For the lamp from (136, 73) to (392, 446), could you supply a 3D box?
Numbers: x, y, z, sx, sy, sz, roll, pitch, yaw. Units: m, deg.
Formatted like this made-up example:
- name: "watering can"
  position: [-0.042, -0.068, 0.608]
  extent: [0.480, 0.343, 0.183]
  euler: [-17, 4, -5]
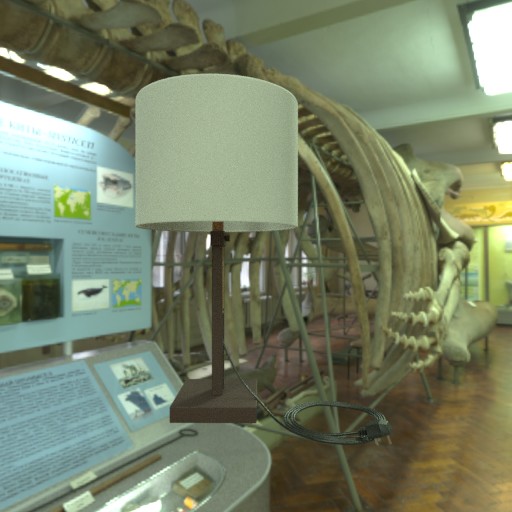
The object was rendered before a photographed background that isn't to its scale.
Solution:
- name: "lamp"
  position: [0.000, 0.000, 0.967]
  extent: [0.525, 0.668, 0.396]
  euler: [0, 0, 0]
